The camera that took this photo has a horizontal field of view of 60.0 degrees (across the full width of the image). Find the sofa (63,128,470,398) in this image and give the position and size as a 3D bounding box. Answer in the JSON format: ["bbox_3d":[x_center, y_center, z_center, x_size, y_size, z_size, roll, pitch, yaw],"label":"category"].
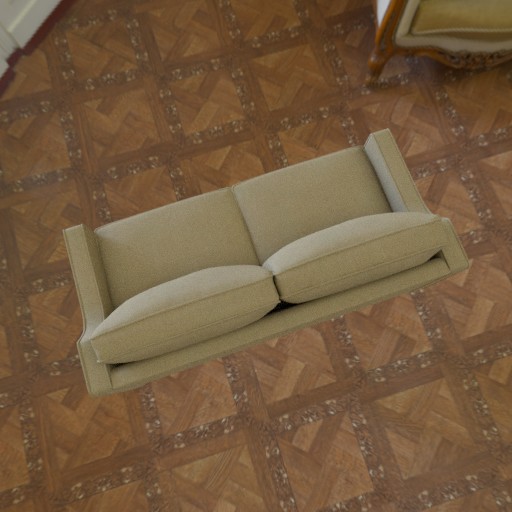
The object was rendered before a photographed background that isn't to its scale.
[{"bbox_3d":[0.000,0.000,2.850,2.178,1.071,1.066,-18,76,-5],"label":"sofa"}]
